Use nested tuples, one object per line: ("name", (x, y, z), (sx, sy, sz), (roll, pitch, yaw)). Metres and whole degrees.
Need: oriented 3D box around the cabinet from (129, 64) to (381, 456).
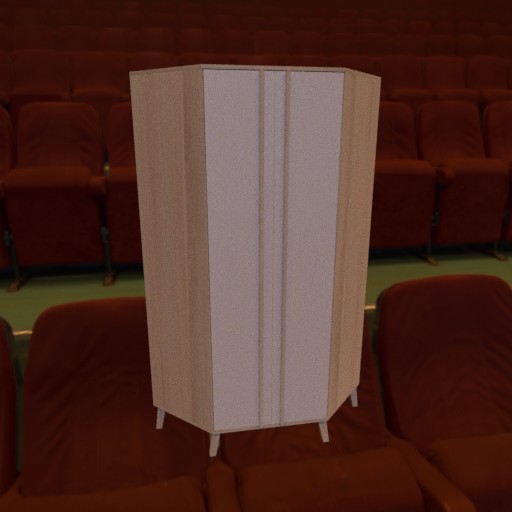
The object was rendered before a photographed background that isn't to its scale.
("cabinet", (0.000, 0.000, 2.615), (1.272, 1.957, 0.969), (-3, 16, -10))
